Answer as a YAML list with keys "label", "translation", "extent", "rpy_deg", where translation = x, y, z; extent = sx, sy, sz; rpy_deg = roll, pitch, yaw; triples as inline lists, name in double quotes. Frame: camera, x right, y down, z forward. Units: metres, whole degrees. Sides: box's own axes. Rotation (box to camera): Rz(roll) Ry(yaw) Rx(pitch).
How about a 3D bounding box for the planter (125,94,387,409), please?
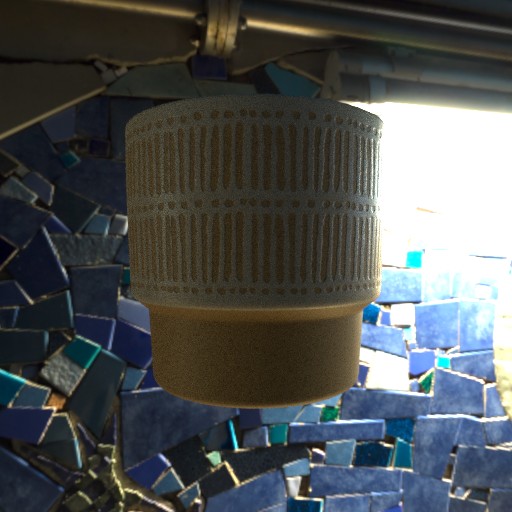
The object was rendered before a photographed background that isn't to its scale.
- label: "planter"
  translation: [0.000, 0.000, 0.563]
  extent: [0.317, 0.303, 0.317]
  rpy_deg: [0, 1, 0]
